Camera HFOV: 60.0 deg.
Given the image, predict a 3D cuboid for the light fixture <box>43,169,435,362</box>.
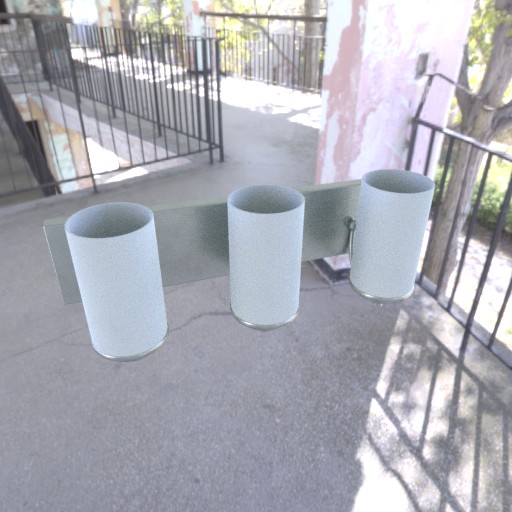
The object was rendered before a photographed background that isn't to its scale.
[{"bbox_3d":[0.000,0.000,0.524,0.451,0.172,0.145,-10,31,-16],"label":"light fixture"}]
